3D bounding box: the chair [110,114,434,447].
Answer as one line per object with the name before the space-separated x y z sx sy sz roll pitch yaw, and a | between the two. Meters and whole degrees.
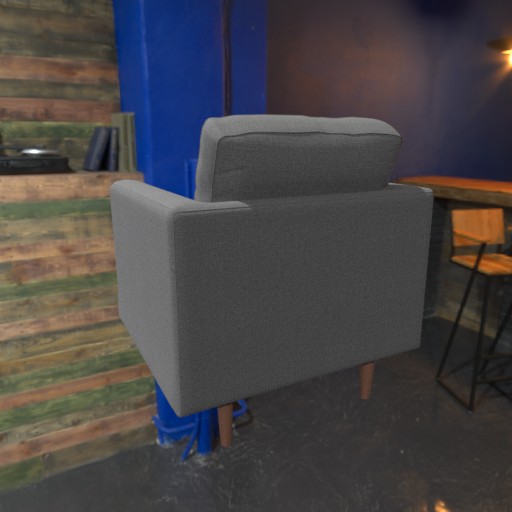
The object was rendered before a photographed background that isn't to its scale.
chair | 0.000 0.000 1.564 0.854 0.927 0.800 -8 17 -26
